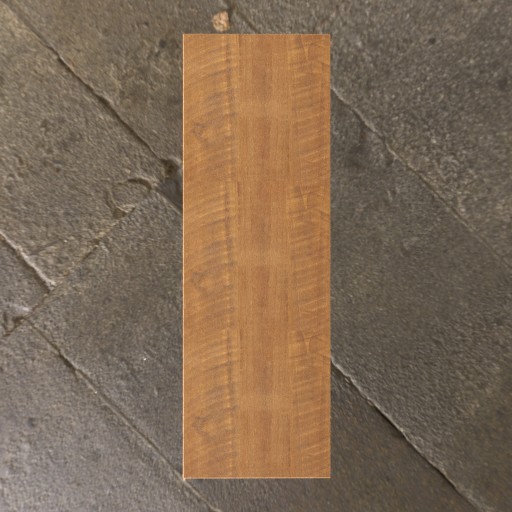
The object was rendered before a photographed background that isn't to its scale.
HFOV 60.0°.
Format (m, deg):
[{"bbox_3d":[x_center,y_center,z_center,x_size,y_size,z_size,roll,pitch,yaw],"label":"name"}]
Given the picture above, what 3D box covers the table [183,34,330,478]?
[{"bbox_3d":[0.000,0.000,1.741,0.499,0.491,1.499,0,90,0],"label":"table"}]
